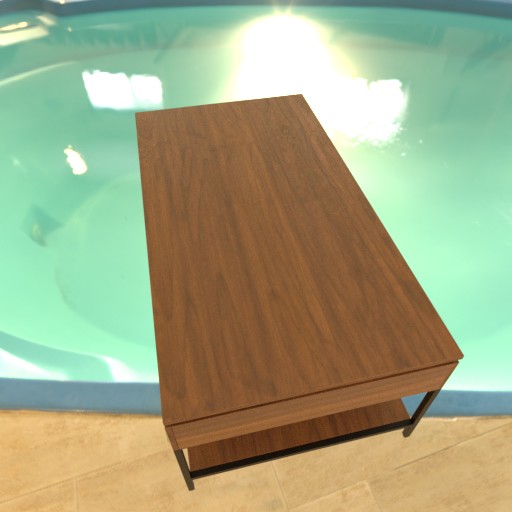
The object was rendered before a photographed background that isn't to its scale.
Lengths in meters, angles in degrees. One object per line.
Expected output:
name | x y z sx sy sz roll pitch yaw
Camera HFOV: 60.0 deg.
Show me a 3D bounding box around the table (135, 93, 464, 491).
table | 0.000 0.000 1.305 0.574 0.414 1.057 -10 48 -9
